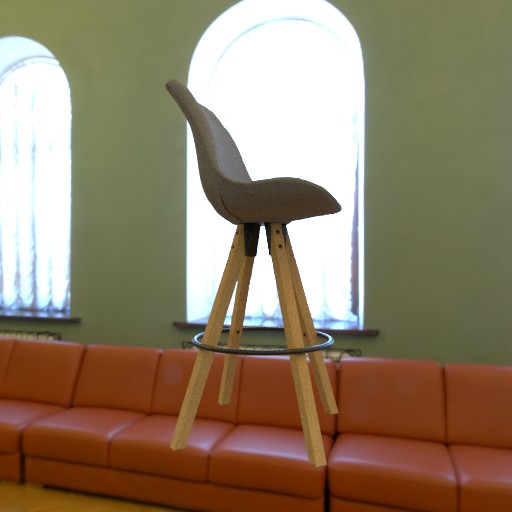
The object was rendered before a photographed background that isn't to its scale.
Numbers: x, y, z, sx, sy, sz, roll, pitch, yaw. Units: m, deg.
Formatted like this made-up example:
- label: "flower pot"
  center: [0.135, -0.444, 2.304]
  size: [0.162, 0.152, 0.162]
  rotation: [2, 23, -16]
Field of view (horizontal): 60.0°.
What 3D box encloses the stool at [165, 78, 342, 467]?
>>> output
- label: "stool"
  center: [0.000, 0.000, 1.445]
  size: [0.550, 1.115, 0.485]
  rotation: [0, -1, 15]
